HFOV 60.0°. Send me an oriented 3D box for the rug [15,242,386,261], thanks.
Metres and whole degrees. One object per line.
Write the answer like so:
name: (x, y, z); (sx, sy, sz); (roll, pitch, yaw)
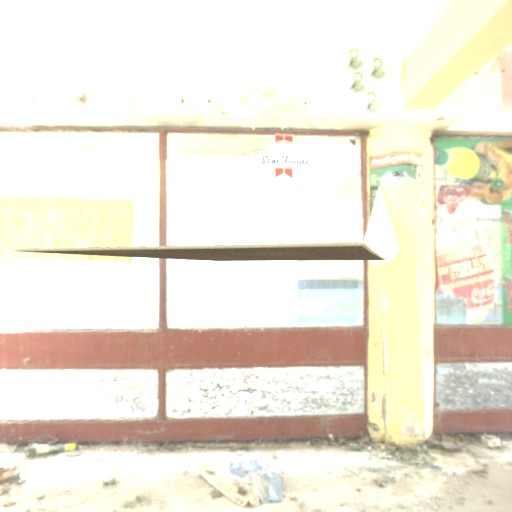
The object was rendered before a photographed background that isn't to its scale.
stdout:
rug: (0.000, 0.000, 2.255); (1.213, 0.012, 1.831); (-1, -2, 18)
